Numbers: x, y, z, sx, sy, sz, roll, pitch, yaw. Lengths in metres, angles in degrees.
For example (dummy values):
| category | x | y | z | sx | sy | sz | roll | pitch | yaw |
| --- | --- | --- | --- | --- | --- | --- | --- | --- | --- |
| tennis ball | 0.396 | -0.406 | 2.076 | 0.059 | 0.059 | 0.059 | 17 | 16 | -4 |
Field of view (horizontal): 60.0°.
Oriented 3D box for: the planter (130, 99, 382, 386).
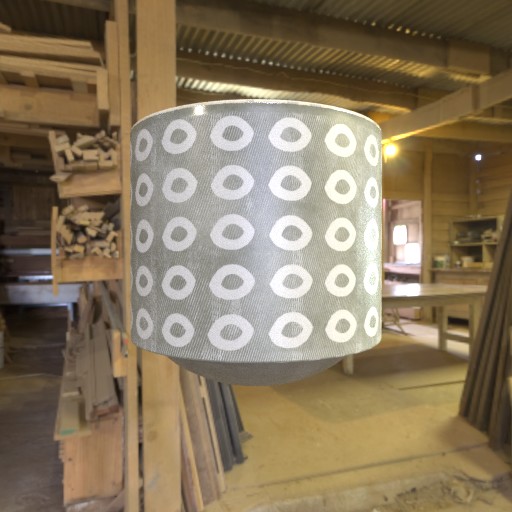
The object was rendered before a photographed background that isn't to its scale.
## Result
| category | x | y | z | sx | sy | sz | roll | pitch | yaw |
| --- | --- | --- | --- | --- | --- | --- | --- | --- | --- |
| planter | 0.000 | 0.000 | 0.459 | 0.250 | 0.239 | 0.250 | 0 | 1 | 0 |
